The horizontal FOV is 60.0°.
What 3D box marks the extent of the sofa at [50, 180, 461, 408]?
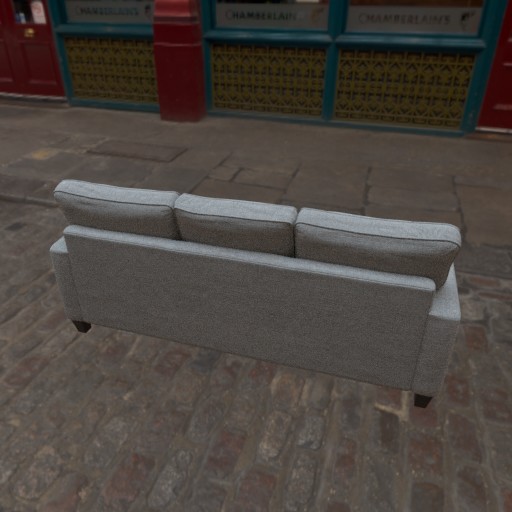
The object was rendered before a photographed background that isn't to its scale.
[{"bbox_3d":[0.000,0.000,2.612,2.158,0.965,0.951,9,31,15],"label":"sofa"}]
